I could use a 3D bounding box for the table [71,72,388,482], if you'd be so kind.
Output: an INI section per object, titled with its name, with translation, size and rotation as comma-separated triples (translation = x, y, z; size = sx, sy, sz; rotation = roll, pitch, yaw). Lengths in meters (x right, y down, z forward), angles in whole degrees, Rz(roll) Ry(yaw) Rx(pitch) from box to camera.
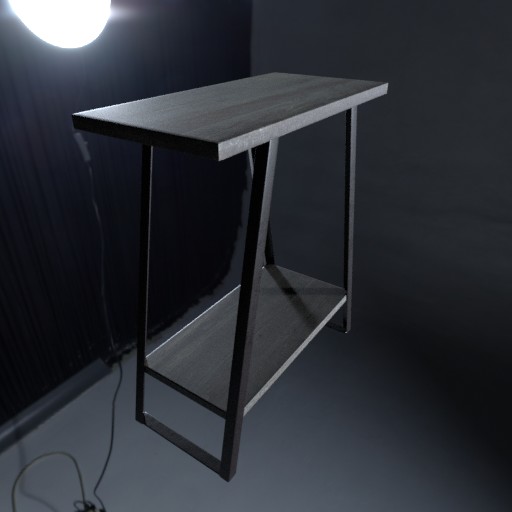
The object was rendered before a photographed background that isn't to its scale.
[table]
translation = 0.000, 0.000, 1.016
size = 0.300, 0.701, 0.599
rotation = 19, 35, 30
